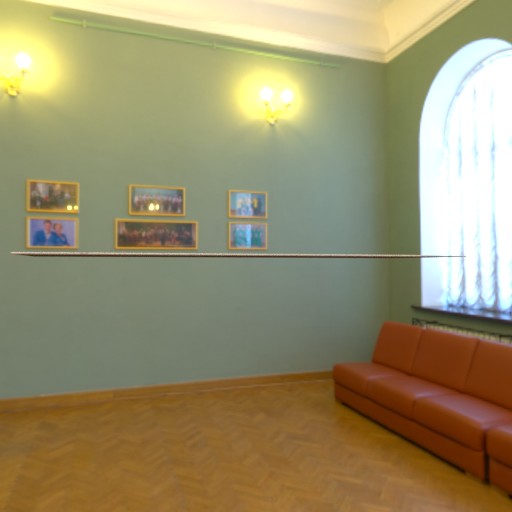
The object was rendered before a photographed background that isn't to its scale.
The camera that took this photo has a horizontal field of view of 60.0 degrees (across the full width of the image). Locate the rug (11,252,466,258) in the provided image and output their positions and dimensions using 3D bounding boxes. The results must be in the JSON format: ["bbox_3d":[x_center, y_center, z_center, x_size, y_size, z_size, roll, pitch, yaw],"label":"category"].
[{"bbox_3d":[0.000,0.000,2.597,2.435,0.009,0.750,0,-1,-20],"label":"rug"}]
